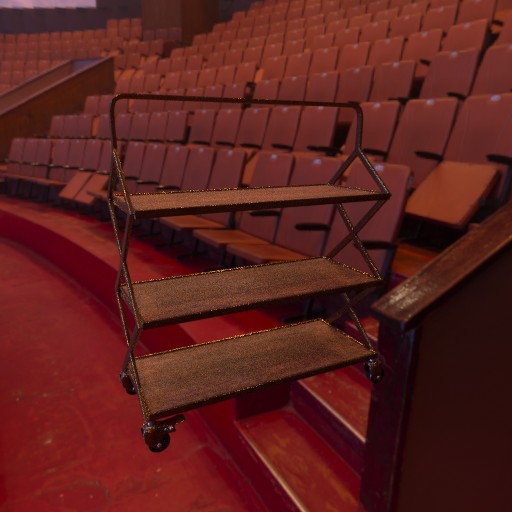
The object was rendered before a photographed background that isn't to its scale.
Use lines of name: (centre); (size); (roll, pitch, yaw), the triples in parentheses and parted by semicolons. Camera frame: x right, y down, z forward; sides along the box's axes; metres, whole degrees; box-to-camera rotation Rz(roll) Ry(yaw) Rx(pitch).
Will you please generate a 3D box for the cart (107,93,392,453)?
cart: (0.000, 0.000, 1.203); (0.723, 0.805, 0.313); (-7, 16, -26)
